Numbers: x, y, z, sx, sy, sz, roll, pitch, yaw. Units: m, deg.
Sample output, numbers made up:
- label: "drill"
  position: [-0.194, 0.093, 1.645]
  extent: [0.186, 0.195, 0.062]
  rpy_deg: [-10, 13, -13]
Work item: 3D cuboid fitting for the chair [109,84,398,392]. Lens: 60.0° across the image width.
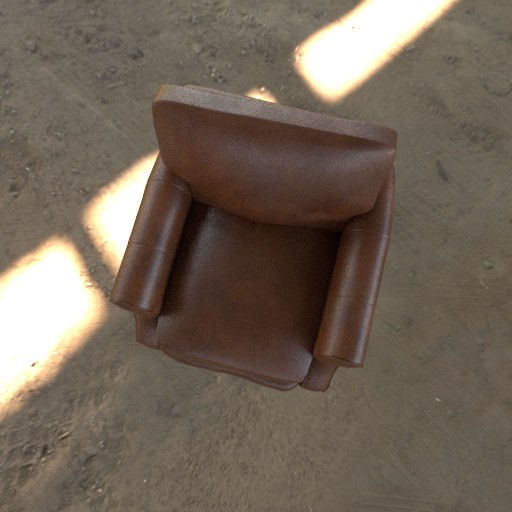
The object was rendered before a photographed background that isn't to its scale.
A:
- label: "chair"
  position: [0.000, 0.000, 1.799]
  extent: [0.989, 0.972, 0.992]
  rpy_deg: [14, 77, 3]
